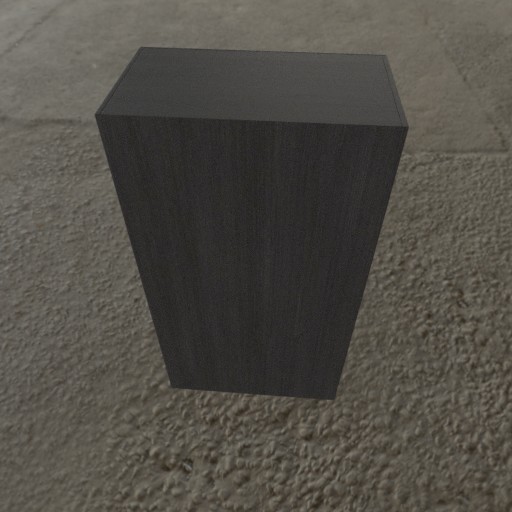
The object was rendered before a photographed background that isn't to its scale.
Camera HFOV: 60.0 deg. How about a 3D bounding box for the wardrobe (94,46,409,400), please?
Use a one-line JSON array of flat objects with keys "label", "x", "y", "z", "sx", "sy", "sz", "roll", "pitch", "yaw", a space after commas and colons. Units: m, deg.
[{"label": "wardrobe", "x": 0.000, "y": 0.000, "z": 2.235, "sx": 0.991, "sy": 1.808, "sz": 0.577, "roll": 3, "pitch": 46, "yaw": 3}]
